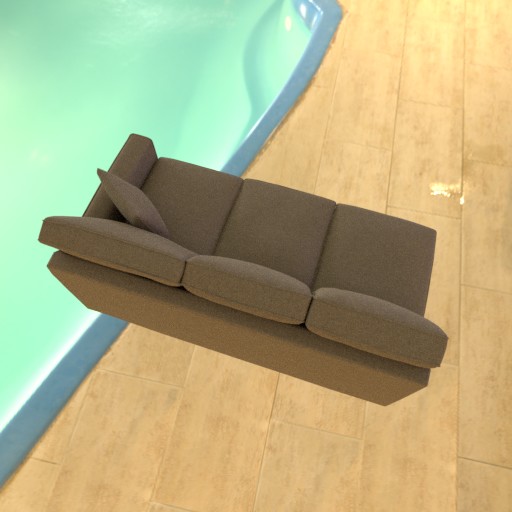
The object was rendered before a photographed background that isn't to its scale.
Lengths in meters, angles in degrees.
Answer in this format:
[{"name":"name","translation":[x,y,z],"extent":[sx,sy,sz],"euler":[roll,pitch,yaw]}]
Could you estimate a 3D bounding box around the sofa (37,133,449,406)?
[{"name":"sofa","translation":[0.000,0.000,2.550],"extent":[1.963,0.946,1.034],"euler":[16,65,8]}]
